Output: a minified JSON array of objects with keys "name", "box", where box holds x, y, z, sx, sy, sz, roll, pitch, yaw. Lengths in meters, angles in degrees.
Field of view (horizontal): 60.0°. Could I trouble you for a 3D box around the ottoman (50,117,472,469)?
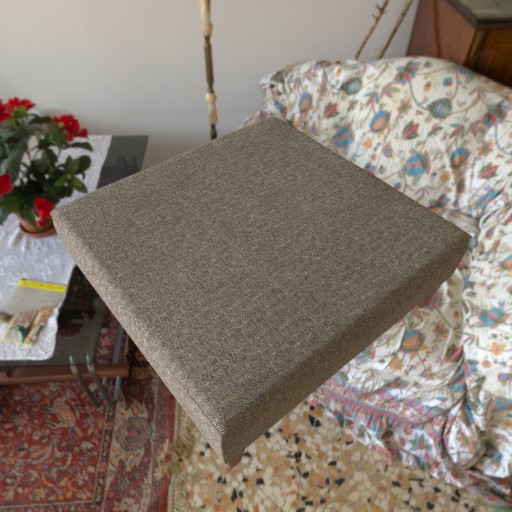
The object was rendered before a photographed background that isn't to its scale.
[{"name":"ottoman","box":[0.000,0.000,1.547,1.016,0.379,0.981,-31,54,-26]}]
